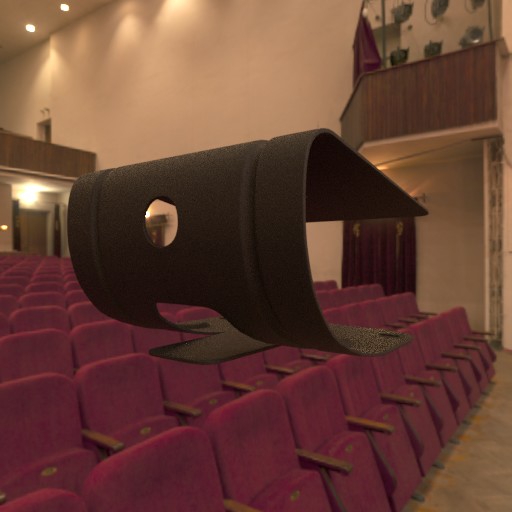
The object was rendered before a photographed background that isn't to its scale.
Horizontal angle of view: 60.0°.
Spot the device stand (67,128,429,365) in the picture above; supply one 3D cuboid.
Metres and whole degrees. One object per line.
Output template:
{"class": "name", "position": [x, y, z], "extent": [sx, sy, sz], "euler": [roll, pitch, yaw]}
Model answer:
{"class": "device stand", "position": [0.000, 0.000, 0.412], "extent": [0.256, 0.155, 0.236], "euler": [0, -1, 36]}
